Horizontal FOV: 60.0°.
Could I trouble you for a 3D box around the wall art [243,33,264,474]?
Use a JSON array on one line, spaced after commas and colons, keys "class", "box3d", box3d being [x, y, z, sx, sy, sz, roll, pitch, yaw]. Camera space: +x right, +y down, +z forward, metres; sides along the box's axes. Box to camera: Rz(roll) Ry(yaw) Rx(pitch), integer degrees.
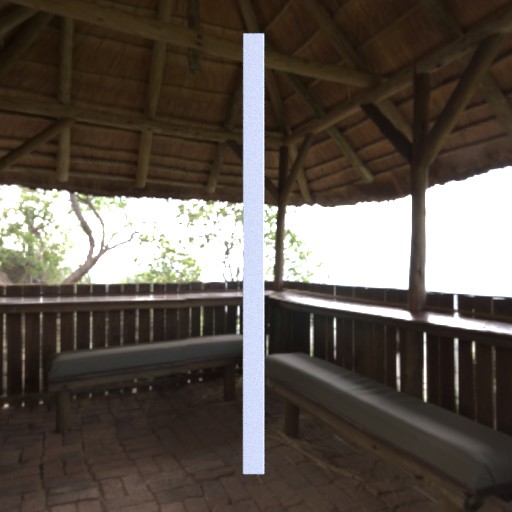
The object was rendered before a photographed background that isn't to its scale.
[{"class": "wall art", "box3d": [0.000, 0.000, 1.144, 0.036, 0.760, 0.760, 0, -1, 1]}]
